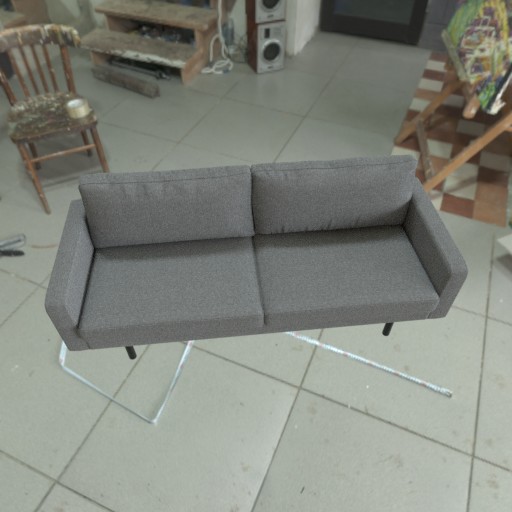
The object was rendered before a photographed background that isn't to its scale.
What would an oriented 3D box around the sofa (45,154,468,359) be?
[{"bbox_3d":[0.000,0.000,2.658,2.200,0.880,0.880,-4,48,-4],"label":"sofa"}]
